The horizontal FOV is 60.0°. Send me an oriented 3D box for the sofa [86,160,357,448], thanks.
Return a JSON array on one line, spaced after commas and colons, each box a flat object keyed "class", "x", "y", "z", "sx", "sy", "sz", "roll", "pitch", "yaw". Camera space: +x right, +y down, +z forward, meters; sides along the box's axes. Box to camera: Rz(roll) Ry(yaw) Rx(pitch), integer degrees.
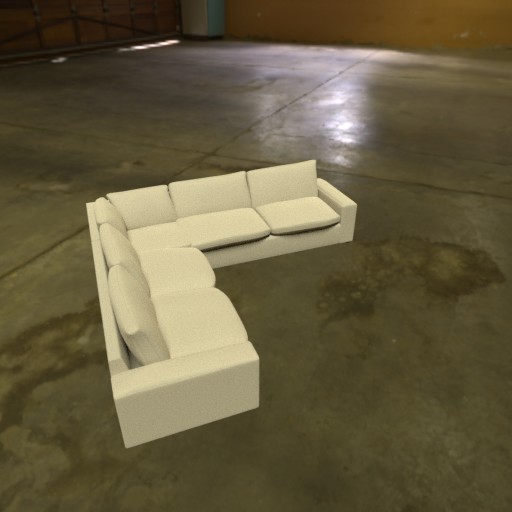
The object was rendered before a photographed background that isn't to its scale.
[{"class": "sofa", "x": 0.000, "y": 0.000, "z": 4.704, "sx": 3.206, "sy": 0.918, "sz": 3.066, "roll": -11, "pitch": 33, "yaw": -18}]
